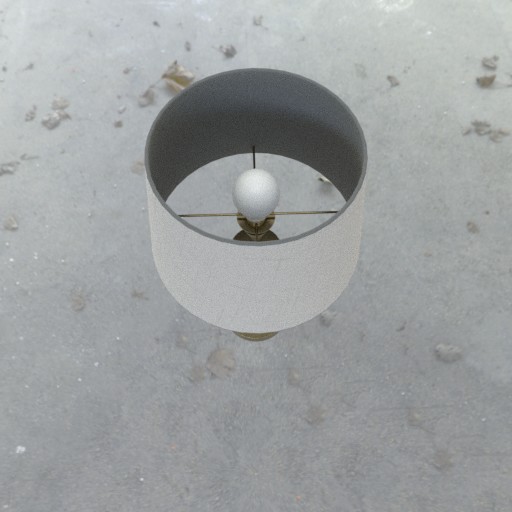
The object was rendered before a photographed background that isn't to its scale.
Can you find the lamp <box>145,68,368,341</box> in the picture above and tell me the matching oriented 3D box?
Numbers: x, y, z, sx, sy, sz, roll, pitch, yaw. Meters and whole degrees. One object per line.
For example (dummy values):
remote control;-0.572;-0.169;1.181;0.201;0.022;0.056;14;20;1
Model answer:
lamp;0.000;0.000;0.731;0.309;0.545;0.309;0;64;0
